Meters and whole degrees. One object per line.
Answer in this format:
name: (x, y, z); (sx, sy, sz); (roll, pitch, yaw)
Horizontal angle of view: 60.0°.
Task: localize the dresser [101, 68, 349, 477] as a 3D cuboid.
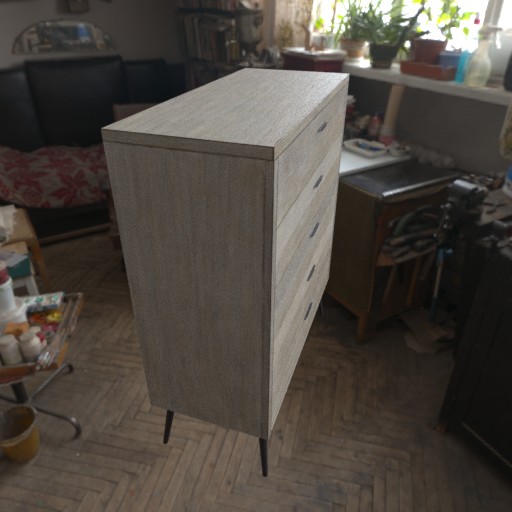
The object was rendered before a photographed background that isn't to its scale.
dresser: (0.000, 0.000, 1.747); (0.457, 1.219, 1.016); (10, 33, 16)
